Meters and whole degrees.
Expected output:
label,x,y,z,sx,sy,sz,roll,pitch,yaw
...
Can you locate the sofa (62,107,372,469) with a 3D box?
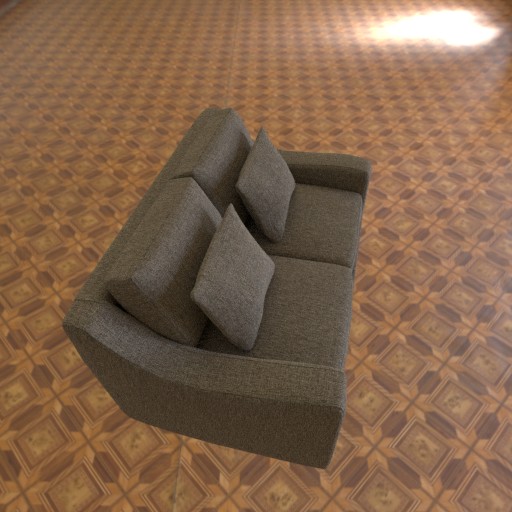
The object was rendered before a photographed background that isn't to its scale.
label,x,y,z,sx,sy,sz,roll,pitch,yaw
sofa,0.000,0.000,2.403,1.120,0.991,1.778,10,47,10
